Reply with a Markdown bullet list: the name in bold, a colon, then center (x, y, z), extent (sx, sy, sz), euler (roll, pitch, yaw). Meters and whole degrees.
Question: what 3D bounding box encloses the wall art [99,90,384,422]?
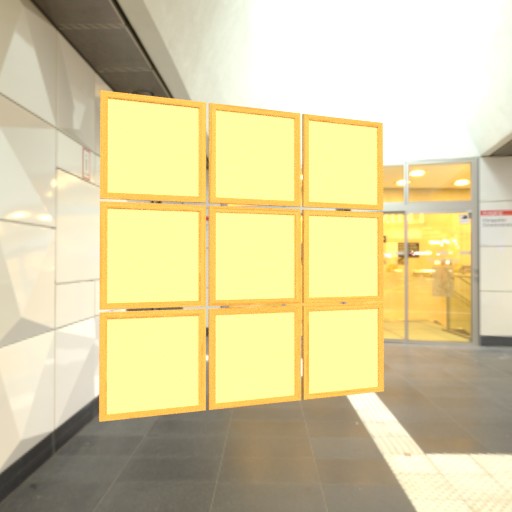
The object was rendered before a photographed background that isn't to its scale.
- **wall art**: center (0.000, 0.000, 1.826), extent (1.214, 1.219, 0.013), euler (0, -1, -18)
